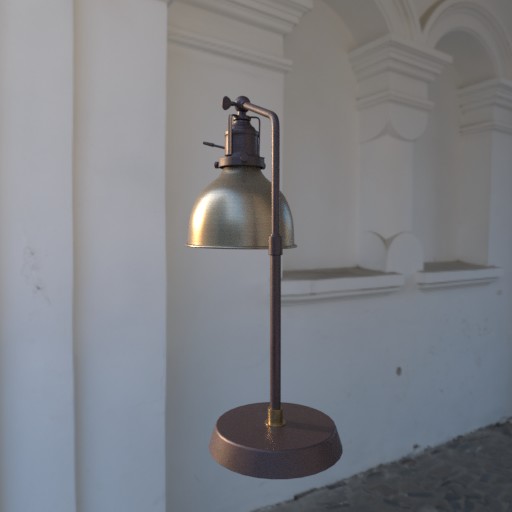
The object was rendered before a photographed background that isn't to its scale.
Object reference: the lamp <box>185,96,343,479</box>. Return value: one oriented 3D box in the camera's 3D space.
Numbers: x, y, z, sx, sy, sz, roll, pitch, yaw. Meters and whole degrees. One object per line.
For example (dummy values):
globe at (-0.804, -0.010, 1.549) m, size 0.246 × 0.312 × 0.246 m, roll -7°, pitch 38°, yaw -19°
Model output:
lamp at (0.000, 0.000, 0.609) m, size 0.175 × 0.469 × 0.298 m, roll -1°, pitch 2°, yaw -18°
